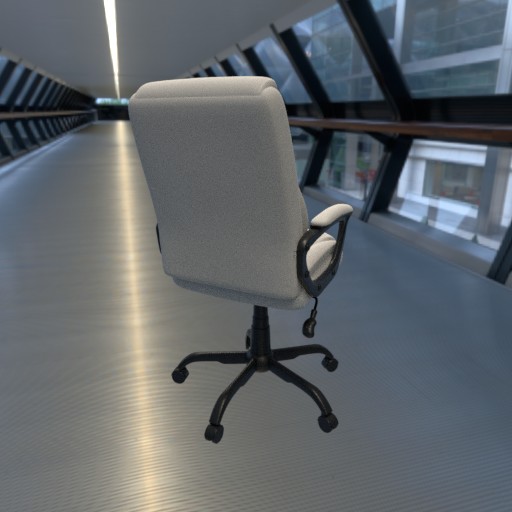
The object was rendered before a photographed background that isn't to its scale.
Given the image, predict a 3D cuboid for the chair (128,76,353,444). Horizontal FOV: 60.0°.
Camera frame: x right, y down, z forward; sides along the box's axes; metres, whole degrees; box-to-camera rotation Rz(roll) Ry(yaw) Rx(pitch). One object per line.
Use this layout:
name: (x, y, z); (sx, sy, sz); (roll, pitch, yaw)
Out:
chair: (0.000, 0.000, 1.476); (0.663, 1.065, 0.669); (9, 19, 27)
